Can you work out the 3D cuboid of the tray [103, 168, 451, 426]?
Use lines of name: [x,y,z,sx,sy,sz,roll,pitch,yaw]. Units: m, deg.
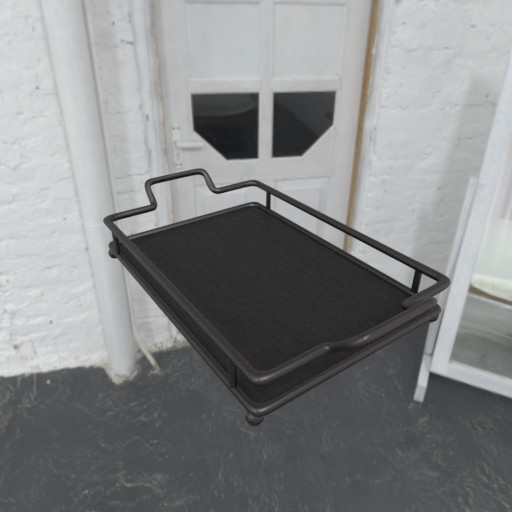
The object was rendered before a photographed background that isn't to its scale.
tray: [0.000,0.000,0.622,0.297,0.101,0.495,-20,36,-30]
